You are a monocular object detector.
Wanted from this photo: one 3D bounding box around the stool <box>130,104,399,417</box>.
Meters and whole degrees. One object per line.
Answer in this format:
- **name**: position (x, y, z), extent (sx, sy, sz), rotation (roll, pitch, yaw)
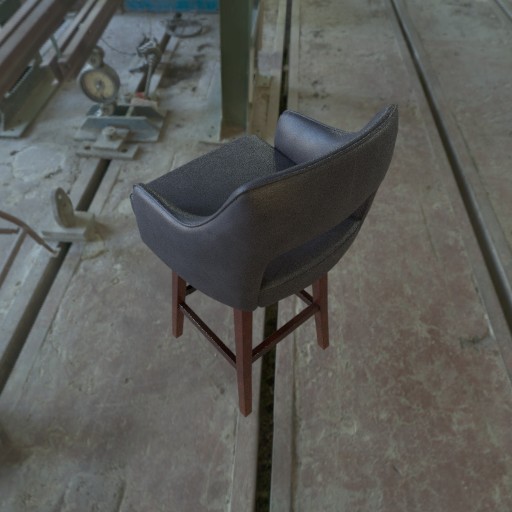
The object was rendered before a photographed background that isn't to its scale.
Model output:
- **stool**: position (0.000, 0.000, 1.315), extent (0.550, 1.041, 0.560), rotation (-33, 56, -26)
